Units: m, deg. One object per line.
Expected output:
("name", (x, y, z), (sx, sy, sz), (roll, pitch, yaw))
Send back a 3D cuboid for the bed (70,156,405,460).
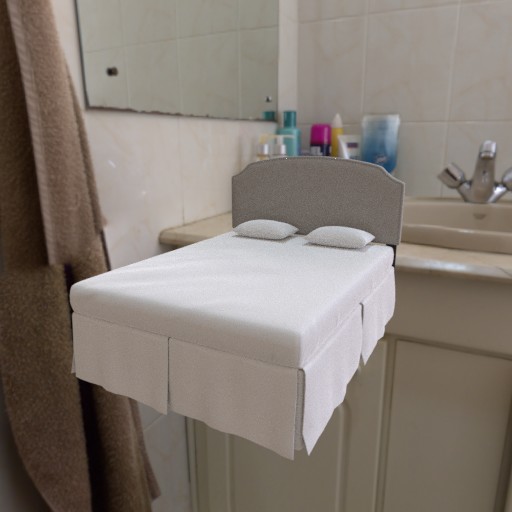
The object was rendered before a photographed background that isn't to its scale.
("bed", (0.000, 0.000, 2.995), (1.558, 1.270, 1.999), (8, 16, 27))
